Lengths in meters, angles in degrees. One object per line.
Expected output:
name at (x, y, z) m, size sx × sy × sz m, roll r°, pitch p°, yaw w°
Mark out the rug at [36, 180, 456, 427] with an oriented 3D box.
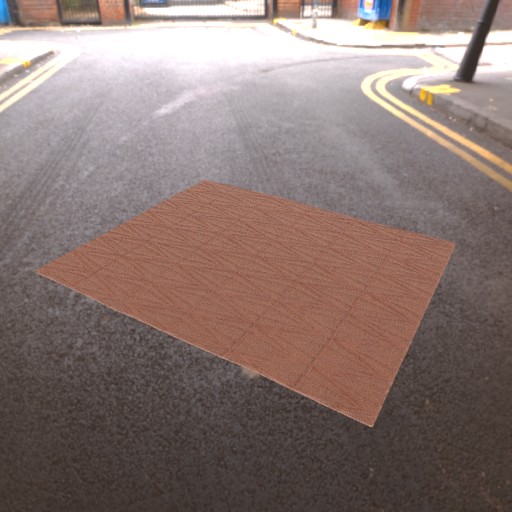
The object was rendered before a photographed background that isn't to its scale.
rug at (0.000, 0.000, 4.074) m, size 3.052 × 0.043 × 2.453 m, roll 18°, pitch 36°, yaw 26°
